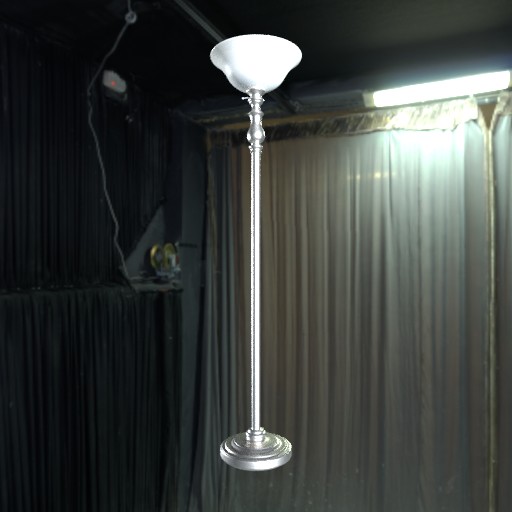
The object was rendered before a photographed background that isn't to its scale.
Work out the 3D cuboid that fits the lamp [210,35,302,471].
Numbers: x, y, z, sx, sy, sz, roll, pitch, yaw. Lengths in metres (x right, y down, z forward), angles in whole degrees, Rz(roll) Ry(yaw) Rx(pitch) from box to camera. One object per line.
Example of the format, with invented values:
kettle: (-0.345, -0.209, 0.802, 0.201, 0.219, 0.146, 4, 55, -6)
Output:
lamp: (0.000, 0.000, 1.971, 0.405, 1.771, 0.405, 0, -1, 20)
